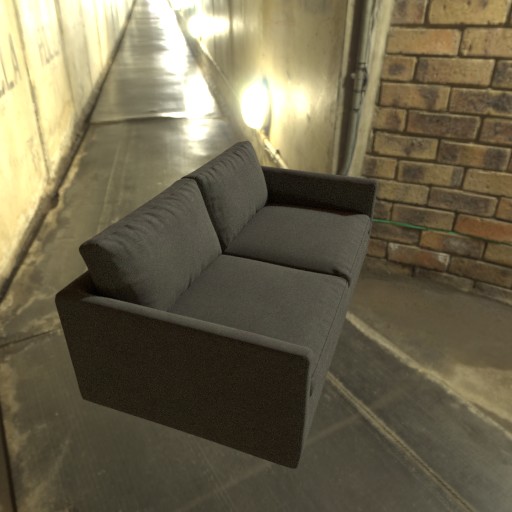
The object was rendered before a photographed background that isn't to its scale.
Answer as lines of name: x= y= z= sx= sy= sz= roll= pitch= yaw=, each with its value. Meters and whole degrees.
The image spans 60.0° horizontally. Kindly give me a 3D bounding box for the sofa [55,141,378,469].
sofa: x=0.000 y=0.000 z=2.525 sx=1.091 sy=0.845 sz=1.909 roll=10 pitch=31 yaw=18
